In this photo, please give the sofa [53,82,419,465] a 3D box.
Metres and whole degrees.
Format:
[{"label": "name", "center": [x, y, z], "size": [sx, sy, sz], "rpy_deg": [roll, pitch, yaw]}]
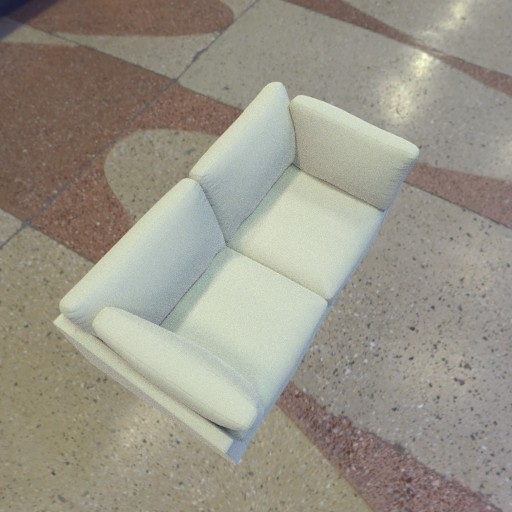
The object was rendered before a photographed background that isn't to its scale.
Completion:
[{"label": "sofa", "center": [0.000, 0.000, 2.311], "size": [0.970, 0.836, 1.776], "rpy_deg": [28, 62, 17]}]
